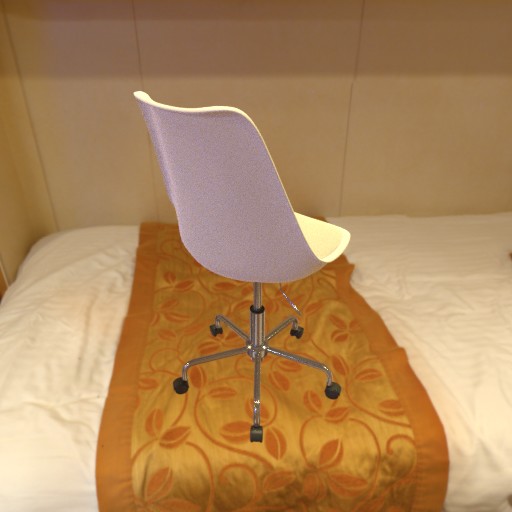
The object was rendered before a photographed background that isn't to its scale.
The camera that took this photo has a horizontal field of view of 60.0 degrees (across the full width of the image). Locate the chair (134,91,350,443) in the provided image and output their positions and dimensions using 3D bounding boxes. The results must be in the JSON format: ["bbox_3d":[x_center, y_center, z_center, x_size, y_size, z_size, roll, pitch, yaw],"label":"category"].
[{"bbox_3d":[0.000,0.000,1.261,0.550,0.930,0.550,21,36,32],"label":"chair"}]
